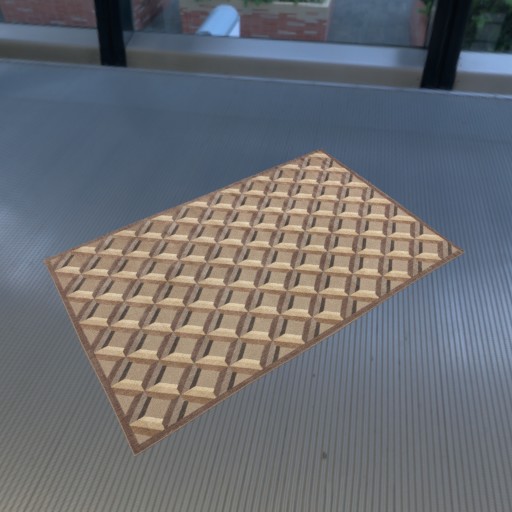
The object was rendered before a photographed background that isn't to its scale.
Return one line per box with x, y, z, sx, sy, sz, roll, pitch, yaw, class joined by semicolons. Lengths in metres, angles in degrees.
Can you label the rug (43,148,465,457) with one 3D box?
0.000;0.000;2.075;1.677;0.011;1.066;-26;51;-23;rug
